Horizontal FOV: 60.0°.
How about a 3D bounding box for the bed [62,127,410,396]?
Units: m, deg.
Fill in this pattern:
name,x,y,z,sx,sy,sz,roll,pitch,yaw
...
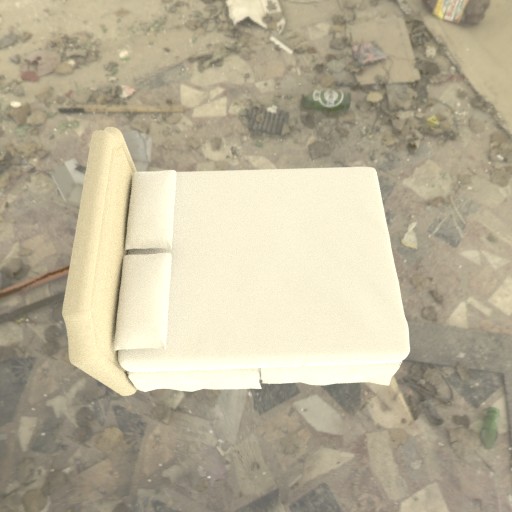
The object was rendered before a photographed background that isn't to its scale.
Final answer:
name,x,y,z,sx,sy,sz,roll,pitch,yaw
bed,0.000,0.000,3.198,2.116,1.290,1.693,-2,64,-1
